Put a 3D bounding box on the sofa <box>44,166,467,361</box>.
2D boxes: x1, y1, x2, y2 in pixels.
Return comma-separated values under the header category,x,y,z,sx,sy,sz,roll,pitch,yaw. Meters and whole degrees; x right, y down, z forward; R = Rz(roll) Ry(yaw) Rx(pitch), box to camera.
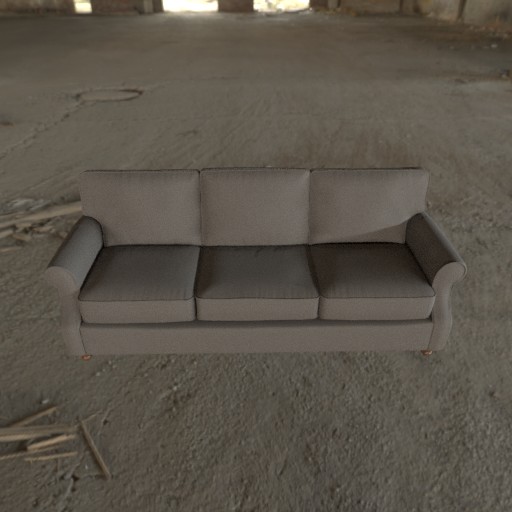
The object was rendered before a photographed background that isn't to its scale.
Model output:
category,x,y,z,sx,sy,sz,roll,pitch,yaw
sofa,0.000,0.000,2.782,2.353,0.948,0.966,-1,32,-1
